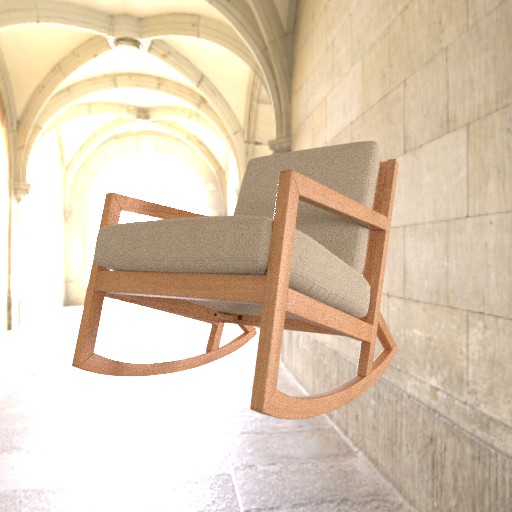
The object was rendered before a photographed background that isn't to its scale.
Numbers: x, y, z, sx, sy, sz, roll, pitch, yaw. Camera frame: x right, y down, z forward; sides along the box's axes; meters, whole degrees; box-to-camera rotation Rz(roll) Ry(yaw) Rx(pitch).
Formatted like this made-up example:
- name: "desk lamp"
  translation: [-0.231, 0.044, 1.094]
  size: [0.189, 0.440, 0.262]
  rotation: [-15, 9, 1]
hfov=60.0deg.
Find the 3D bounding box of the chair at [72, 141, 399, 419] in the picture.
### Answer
- name: "chair"
  translation: [0.000, 0.000, 1.374]
  size: [0.622, 0.790, 0.857]
  rotation: [0, 0, 35]
